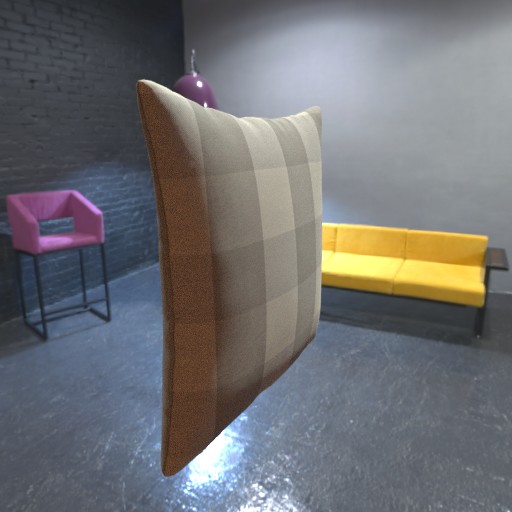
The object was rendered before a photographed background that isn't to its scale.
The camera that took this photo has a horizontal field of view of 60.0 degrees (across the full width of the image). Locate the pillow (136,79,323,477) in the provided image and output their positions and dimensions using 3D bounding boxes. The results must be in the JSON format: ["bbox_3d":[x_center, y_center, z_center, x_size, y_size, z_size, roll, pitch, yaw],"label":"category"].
[{"bbox_3d":[0.000,0.000,0.750,0.161,0.509,0.511,8,17,28],"label":"pillow"}]
